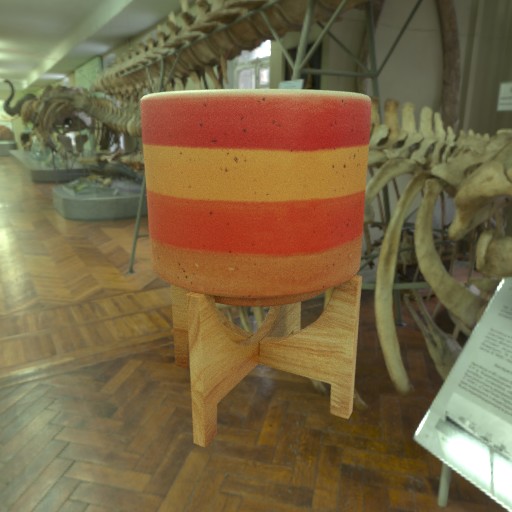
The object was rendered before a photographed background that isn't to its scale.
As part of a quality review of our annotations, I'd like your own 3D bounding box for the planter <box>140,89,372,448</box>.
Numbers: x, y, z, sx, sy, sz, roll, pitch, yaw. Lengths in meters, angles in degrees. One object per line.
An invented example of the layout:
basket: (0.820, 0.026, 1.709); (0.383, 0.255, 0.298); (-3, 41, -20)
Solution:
planter: (0.000, 0.000, 0.561); (0.269, 0.379, 0.269); (0, 16, 0)
